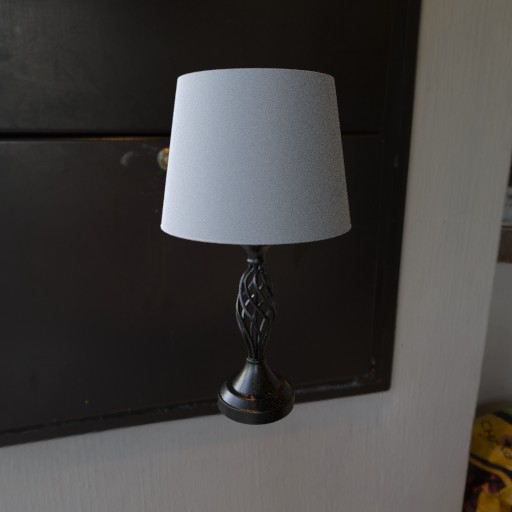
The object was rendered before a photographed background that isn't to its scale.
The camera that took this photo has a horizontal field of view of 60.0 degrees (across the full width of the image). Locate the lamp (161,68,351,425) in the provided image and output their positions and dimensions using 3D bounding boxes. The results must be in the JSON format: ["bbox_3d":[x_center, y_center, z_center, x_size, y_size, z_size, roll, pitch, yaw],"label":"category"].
[{"bbox_3d":[0.000,0.000,0.801,0.331,0.594,0.331,0,15,0],"label":"lamp"}]
